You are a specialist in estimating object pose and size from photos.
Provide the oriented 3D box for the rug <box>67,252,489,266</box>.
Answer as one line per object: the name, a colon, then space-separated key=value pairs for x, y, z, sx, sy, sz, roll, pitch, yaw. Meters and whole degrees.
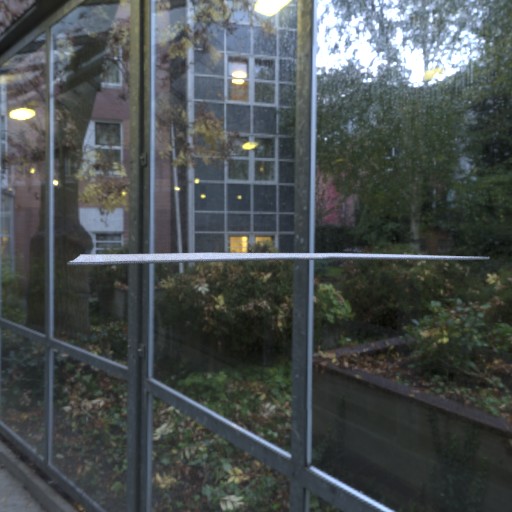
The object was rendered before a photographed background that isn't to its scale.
rug: x=0.000 y=0.000 z=4.272 sx=3.245 sy=0.046 sz=2.467 roll=0 pitch=1 yaw=-20
